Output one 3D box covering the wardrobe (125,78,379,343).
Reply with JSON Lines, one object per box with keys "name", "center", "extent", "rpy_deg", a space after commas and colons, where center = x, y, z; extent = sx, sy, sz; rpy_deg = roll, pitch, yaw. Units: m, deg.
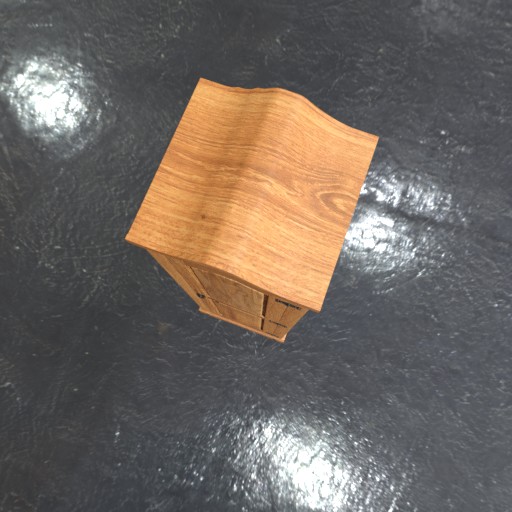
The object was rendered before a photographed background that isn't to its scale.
{"name": "wardrobe", "center": [0.000, 0.000, 2.138], "extent": [0.590, 1.870, 0.570], "rpy_deg": [20, 77, 5]}
